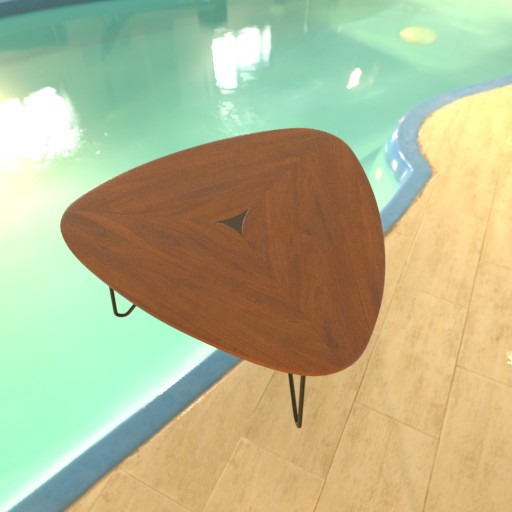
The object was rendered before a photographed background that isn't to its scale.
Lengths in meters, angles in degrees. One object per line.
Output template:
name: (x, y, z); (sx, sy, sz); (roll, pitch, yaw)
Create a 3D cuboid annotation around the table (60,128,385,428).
table: (0.000, 0.000, 1.325); (0.833, 0.413, 0.821); (25, 53, 21)
